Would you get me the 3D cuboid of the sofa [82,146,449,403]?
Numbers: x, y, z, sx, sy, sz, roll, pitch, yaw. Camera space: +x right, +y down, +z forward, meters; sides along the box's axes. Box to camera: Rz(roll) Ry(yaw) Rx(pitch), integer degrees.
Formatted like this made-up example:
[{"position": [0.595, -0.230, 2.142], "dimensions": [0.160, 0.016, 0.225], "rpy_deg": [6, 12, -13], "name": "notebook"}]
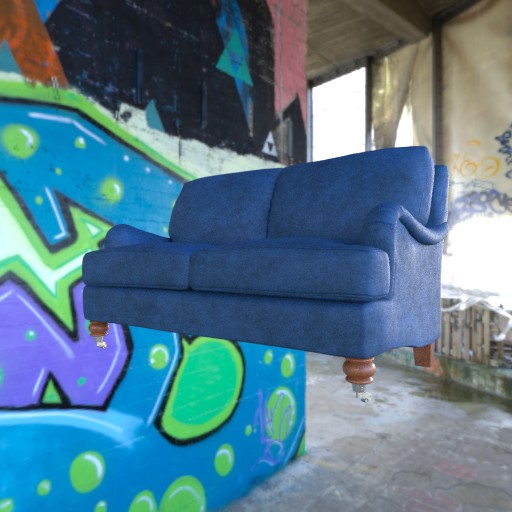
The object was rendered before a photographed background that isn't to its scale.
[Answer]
[{"position": [0.000, 0.000, 2.466], "dimensions": [1.853, 1.101, 1.084], "rpy_deg": [0, -1, 37], "name": "sofa"}]
